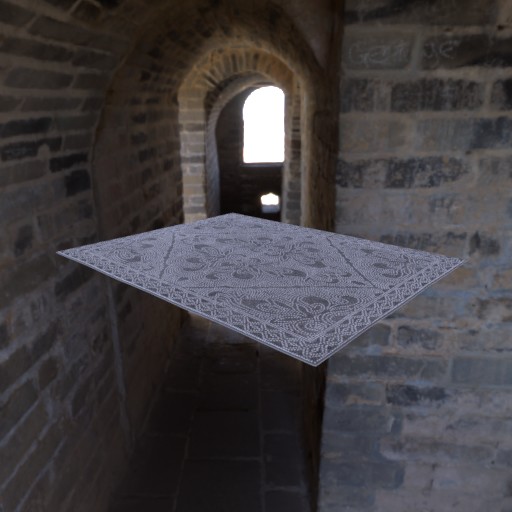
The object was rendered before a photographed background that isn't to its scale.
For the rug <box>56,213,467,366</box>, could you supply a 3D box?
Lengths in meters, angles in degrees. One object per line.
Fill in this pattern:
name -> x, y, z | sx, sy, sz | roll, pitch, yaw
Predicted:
rug -> 0.000, 0.000, 4.162 | 3.048, 0.012, 2.438 | 16, 23, 40
